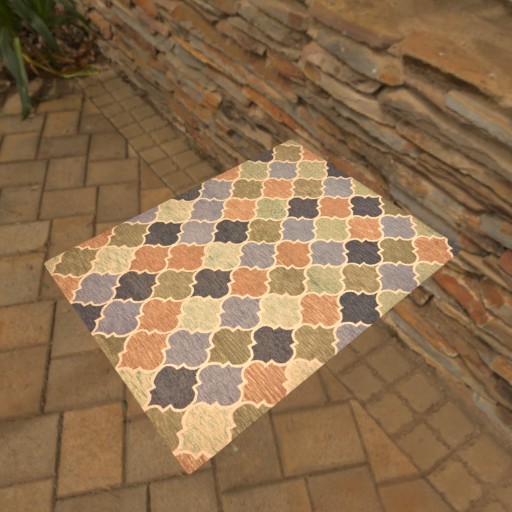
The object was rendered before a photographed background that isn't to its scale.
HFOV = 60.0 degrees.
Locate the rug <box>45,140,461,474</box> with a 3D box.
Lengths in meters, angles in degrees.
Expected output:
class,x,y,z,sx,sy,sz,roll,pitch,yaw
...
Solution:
class,x,y,z,sx,sy,sz,roll,pitch,yaw
rug,0.000,0.000,4.249,3.200,0.013,2.439,-32,56,-25
